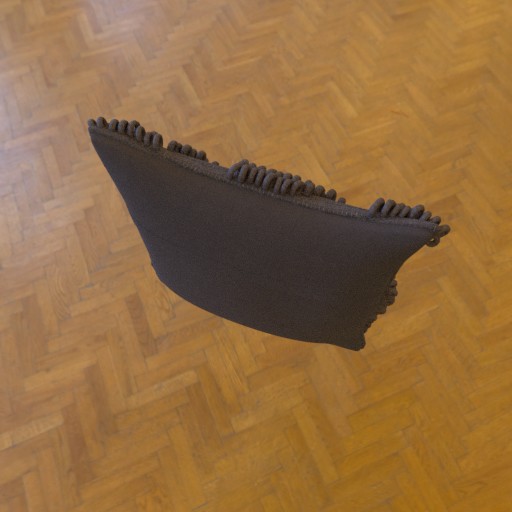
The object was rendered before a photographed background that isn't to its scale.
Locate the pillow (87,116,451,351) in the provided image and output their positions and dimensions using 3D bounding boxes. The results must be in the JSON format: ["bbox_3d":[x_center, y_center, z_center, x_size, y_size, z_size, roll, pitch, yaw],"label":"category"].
[{"bbox_3d":[0.000,0.000,0.732,0.470,0.467,0.172,18,64,9],"label":"pillow"}]
